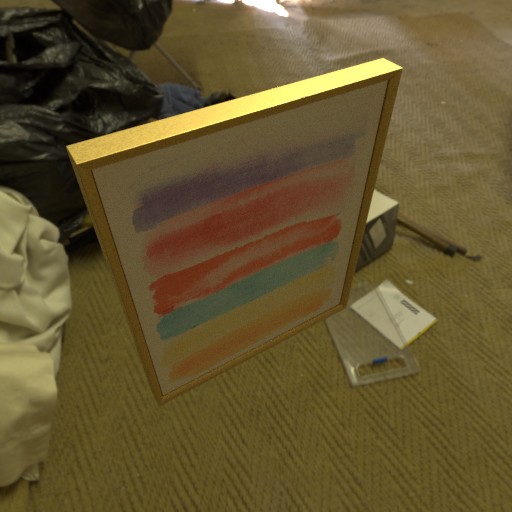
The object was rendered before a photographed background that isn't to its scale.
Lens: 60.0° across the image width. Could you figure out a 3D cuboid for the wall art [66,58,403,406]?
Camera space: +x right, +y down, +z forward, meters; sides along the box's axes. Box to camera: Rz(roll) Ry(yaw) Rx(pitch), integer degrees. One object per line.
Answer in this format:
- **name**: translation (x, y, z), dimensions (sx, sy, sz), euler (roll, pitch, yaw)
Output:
- **wall art**: translation (0.000, 0.000, 0.875), dimensions (0.537, 0.642, 0.048), euler (-23, 50, -21)
